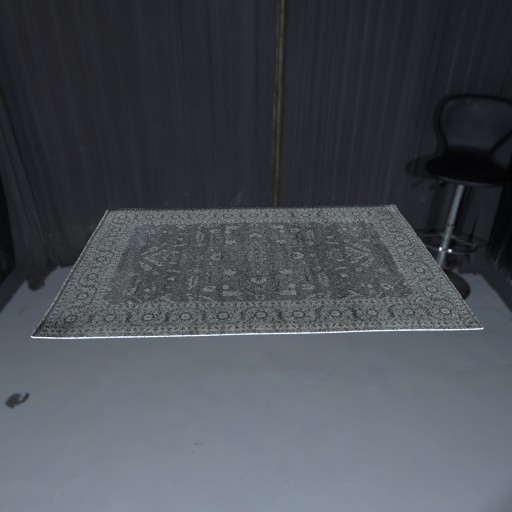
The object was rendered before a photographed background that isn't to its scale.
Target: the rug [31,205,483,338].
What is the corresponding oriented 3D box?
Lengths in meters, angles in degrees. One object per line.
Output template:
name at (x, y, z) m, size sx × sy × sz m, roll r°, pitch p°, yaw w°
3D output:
rug at (0.000, 0.000, 2.295) m, size 1.828 × 0.019 × 1.209 m, roll -1°, pitch 31°, yaw -2°
